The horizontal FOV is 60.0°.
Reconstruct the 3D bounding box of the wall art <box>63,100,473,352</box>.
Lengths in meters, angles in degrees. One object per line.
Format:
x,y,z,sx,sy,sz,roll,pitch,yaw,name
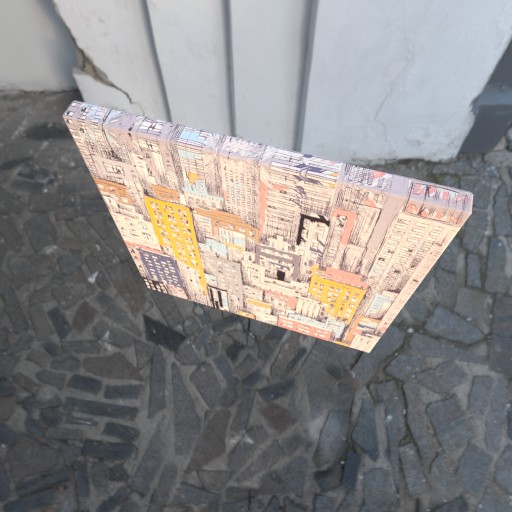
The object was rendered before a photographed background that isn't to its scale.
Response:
0.000,0.000,1.127,0.761,0.762,0.048,15,62,8,wall art
